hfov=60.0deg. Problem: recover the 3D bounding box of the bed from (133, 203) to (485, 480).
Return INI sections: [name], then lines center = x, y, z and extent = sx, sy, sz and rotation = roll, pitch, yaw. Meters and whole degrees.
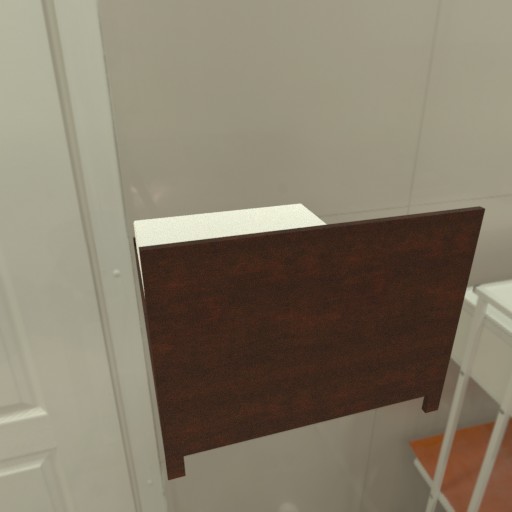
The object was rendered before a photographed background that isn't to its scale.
[bed]
center = 0.000, 0.000, 3.102
extent = 1.600, 1.270, 2.184
rotation = -8, 27, -15
